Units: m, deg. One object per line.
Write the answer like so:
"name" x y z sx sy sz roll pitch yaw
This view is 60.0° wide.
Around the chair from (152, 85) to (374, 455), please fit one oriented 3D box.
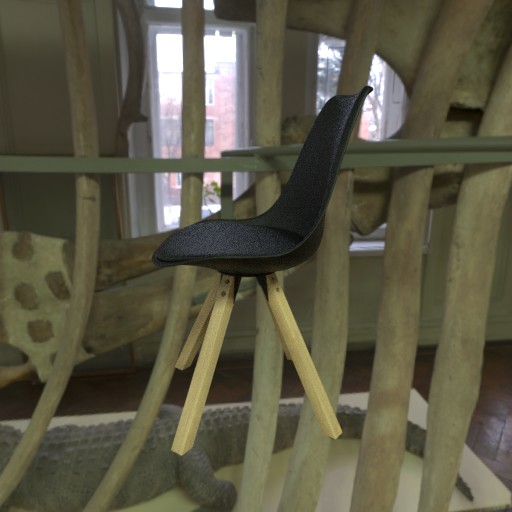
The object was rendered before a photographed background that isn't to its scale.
"chair" 0.000 0.000 1.197 0.549 0.850 0.485 -2 14 -9
